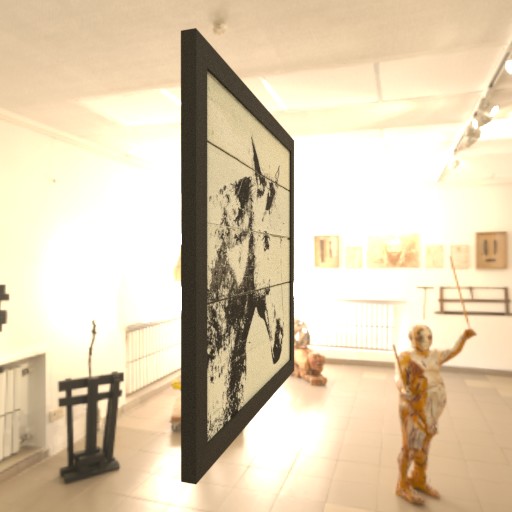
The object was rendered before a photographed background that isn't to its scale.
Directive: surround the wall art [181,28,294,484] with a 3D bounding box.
[{"bbox_3d":[0.000,0.000,1.476,0.038,1.016,1.016,0,0,17],"label":"wall art"}]
